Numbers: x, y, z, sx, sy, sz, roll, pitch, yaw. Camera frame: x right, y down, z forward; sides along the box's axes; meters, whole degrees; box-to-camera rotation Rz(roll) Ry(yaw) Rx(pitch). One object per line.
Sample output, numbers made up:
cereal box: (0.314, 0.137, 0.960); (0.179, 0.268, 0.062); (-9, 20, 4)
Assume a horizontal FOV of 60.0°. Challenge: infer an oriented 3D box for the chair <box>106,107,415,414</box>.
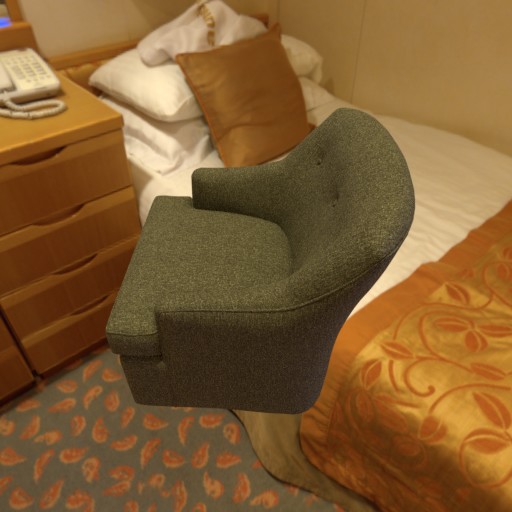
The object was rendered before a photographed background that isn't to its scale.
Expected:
chair: (0.000, 0.000, 1.619); (0.923, 0.856, 0.864); (1, 41, 2)
